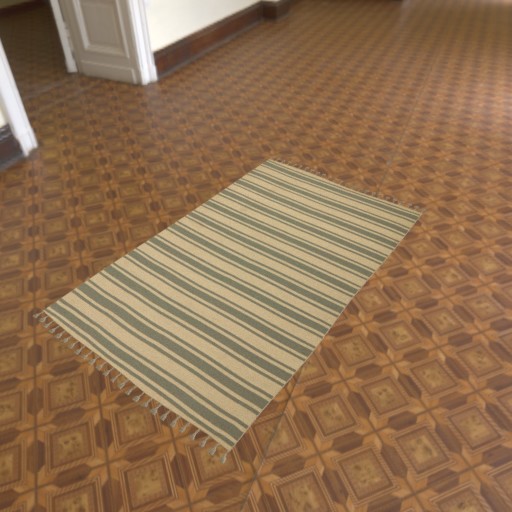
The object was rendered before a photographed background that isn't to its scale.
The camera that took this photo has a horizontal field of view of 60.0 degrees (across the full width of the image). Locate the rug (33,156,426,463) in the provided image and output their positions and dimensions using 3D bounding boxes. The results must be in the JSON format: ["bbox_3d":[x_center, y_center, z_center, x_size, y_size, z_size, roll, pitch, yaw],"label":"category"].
[{"bbox_3d":[0.000,0.000,2.535,1.222,0.009,2.084,26,47,27],"label":"rug"}]
